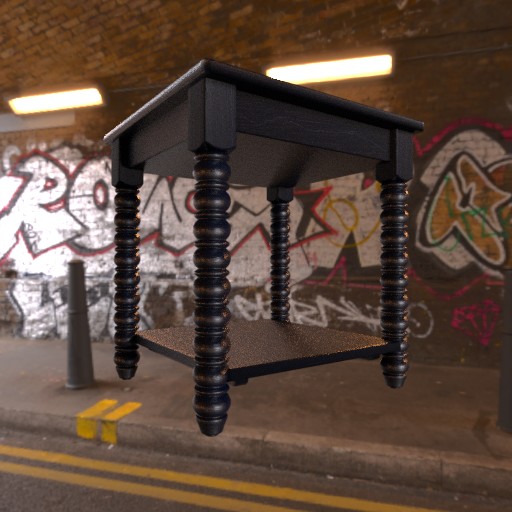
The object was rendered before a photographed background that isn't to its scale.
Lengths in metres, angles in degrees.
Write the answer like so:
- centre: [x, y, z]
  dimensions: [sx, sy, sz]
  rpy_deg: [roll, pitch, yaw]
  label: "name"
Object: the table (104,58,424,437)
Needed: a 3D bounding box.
- centre: [0.000, 0.000, 0.991]
  dimensions: [0.533, 0.567, 0.500]
  rpy_deg: [0, -1, -35]
  label: "table"
